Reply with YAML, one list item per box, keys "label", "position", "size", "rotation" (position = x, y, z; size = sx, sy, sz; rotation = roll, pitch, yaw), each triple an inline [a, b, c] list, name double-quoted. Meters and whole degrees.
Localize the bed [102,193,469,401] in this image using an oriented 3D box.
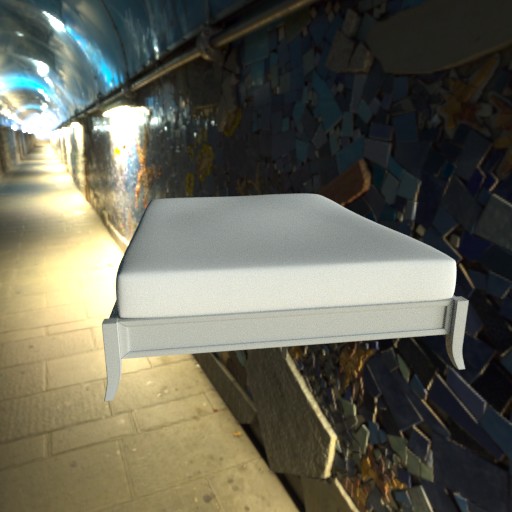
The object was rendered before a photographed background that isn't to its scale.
- label: "bed"
  position: [0.000, 0.000, 2.625]
  size: [1.460, 0.510, 1.985]
  rotation: [-2, 16, -9]
